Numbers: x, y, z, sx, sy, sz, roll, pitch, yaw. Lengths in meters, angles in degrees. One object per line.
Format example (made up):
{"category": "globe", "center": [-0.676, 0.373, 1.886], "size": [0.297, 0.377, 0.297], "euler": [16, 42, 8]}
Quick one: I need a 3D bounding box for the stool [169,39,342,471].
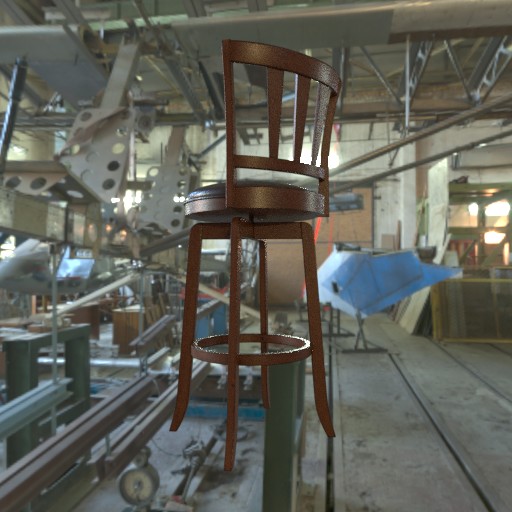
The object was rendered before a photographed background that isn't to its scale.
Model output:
{"category": "stool", "center": [0.000, 0.000, 1.461], "size": [0.464, 1.177, 0.503], "euler": [1, -1, -36]}
